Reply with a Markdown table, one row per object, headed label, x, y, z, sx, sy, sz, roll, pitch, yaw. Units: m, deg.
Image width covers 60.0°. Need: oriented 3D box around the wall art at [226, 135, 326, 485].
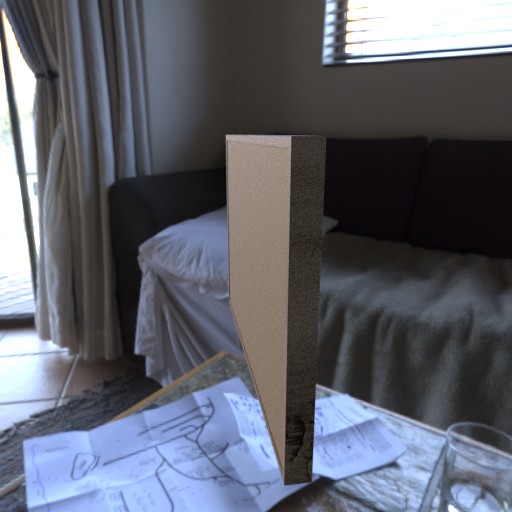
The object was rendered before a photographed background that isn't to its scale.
| label | x | y | z | sx | sy | sz | roll | pitch | yaw |
| --- | --- | --- | --- | --- | --- | --- | --- | --- | --- |
| wall art | 0.000 | 0.000 | 0.774 | 0.035 | 0.407 | 0.613 | -3 | 16 | -9 |
